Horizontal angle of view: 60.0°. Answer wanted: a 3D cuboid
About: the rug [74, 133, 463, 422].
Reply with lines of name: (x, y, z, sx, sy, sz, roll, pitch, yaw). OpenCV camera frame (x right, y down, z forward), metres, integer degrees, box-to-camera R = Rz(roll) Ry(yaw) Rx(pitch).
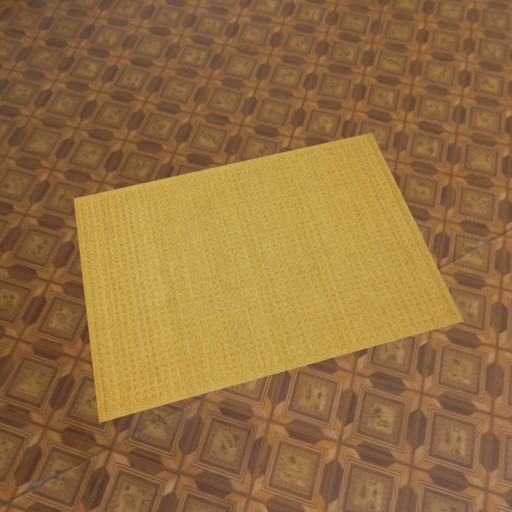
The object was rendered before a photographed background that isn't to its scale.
rug: (0.000, 0.000, 3.787, 2.895, 0.006, 1.981, -14, 66, -6)
